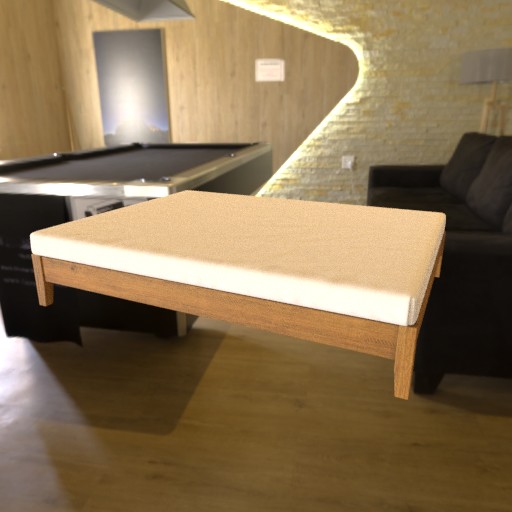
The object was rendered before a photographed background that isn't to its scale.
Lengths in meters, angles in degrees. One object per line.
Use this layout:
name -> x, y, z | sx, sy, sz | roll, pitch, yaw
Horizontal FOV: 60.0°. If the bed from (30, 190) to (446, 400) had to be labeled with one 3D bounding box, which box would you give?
bed -> 0.000, 0.000, 2.687 | 2.016, 0.431, 1.536 | 9, 20, 24
